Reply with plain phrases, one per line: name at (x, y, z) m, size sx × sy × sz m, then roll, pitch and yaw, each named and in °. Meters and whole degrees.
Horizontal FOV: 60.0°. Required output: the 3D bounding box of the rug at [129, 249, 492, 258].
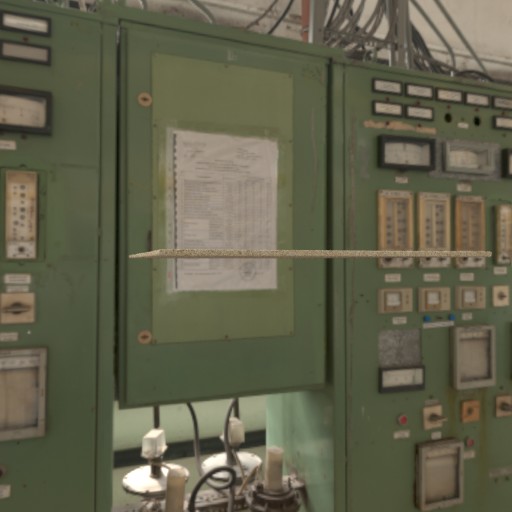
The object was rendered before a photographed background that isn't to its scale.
rug at (0.000, 0.000, 2.910) m, size 1.500 × 0.025 × 2.346 m, roll 0°, pitch 0°, yaw -19°
